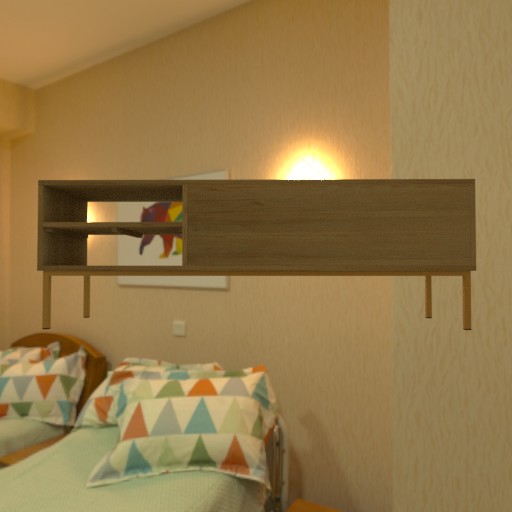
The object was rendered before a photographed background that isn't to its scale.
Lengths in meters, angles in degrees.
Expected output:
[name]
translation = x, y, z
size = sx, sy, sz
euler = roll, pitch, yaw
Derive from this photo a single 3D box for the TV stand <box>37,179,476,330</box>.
[TV stand]
translation = 0.000, 0.000, 1.826
size = 1.600, 0.550, 0.420
euler = 0, -1, 1
